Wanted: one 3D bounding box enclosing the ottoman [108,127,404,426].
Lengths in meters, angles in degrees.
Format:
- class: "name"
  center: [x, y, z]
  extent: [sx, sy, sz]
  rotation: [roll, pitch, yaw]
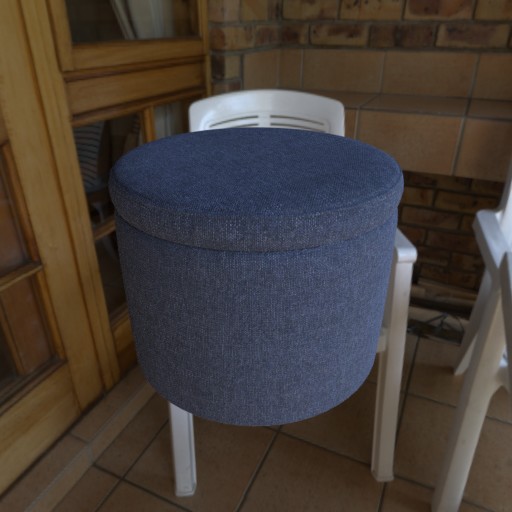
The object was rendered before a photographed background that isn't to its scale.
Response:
- class: "ottoman"
  center: [0.000, 0.000, 0.892]
  extent: [0.520, 0.430, 0.520]
  rotation: [0, 28, 0]
